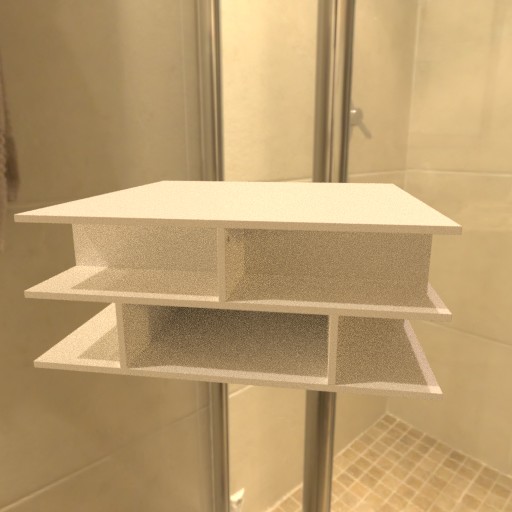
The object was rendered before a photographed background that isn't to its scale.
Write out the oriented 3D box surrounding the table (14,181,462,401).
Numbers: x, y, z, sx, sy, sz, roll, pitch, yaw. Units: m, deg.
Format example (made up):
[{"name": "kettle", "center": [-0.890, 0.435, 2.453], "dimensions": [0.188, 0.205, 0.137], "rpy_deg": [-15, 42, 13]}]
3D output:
[{"name": "table", "center": [0.000, 0.000, 1.049], "dimensions": [0.700, 0.289, 0.700], "rpy_deg": [2, 14, 9]}]
